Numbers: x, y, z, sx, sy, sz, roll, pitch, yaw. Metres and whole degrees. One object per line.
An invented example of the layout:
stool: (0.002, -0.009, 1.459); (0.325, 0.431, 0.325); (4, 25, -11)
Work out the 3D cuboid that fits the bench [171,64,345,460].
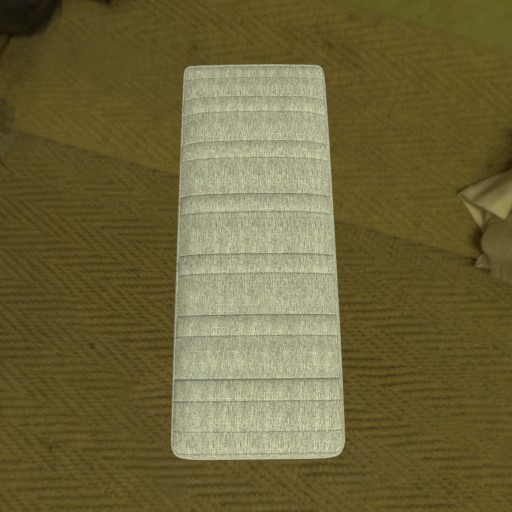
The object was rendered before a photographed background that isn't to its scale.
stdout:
bench: (0.000, 0.000, 1.369); (0.429, 0.470, 1.100); (-1, 76, 0)
